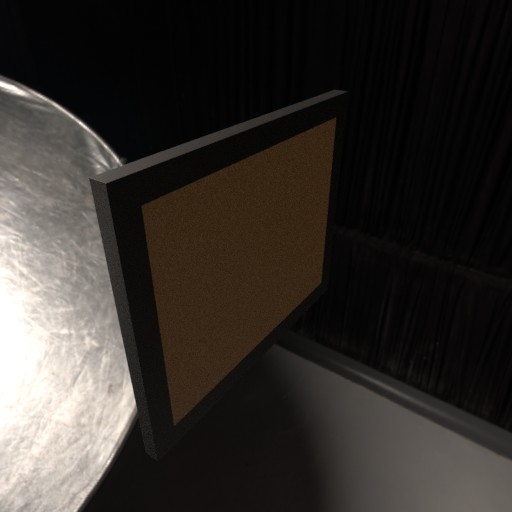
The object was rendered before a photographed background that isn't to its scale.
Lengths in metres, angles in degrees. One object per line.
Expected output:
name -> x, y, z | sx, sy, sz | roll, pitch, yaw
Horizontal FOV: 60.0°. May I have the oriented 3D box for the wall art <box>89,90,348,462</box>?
wall art -> 0.000, 0.000, 0.768 | 0.028, 0.460, 0.561 | 20, 37, 30
